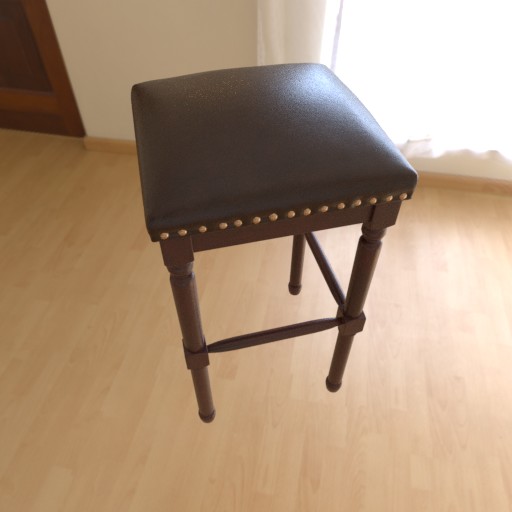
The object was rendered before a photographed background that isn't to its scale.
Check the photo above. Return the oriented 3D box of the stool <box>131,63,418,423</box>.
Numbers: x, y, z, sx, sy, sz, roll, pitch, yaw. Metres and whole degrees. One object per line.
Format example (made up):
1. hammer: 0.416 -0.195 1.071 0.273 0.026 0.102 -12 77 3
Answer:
1. stool: 0.000 0.000 0.928 0.382 0.702 0.383 -10 47 -10
